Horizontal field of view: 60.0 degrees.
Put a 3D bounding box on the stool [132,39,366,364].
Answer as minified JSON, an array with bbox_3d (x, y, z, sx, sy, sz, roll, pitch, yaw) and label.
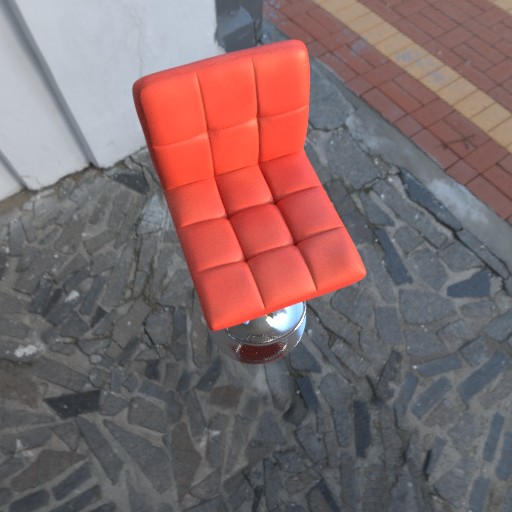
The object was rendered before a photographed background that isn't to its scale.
[{"bbox_3d":[0.000,0.000,1.387,0.430,1.115,0.505,-18,65,-9],"label":"stool"}]
